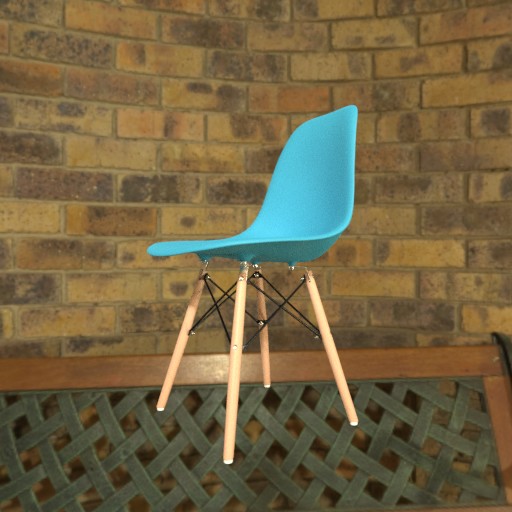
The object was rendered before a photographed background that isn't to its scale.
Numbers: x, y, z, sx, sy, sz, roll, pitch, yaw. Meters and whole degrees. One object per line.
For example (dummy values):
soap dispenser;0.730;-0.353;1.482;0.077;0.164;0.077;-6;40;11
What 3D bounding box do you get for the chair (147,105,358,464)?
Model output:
chair;0.000;0.000;1.142;0.531;0.826;0.470;0;1;-34
